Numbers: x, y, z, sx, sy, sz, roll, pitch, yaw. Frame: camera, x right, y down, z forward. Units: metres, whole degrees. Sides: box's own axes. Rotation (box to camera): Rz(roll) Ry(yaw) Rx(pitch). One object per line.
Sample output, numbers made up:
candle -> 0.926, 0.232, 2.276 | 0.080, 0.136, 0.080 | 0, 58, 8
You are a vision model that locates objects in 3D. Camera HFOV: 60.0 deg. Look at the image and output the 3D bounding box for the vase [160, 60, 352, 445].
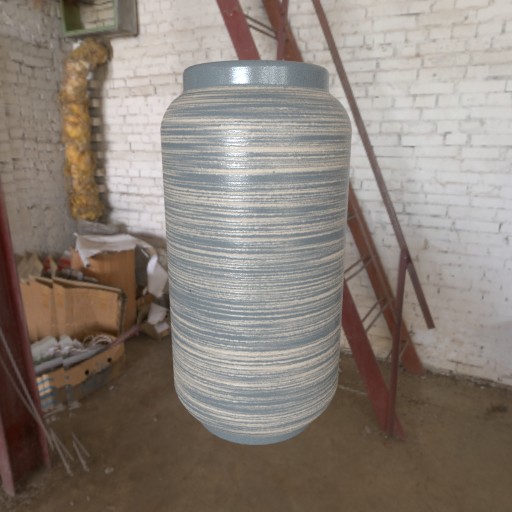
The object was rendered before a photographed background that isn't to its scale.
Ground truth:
vase -> 0.000, 0.000, 0.296 | 0.116, 0.230, 0.116 | 0, 15, 0
